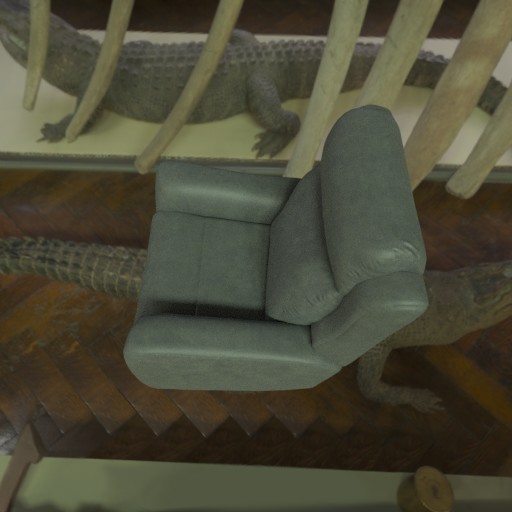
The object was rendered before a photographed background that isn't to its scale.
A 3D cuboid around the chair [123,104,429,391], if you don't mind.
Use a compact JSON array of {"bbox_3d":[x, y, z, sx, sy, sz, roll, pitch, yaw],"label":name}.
[{"bbox_3d":[0.000,0.000,1.912,1.068,1.116,0.965,1,59,1],"label":"chair"}]
